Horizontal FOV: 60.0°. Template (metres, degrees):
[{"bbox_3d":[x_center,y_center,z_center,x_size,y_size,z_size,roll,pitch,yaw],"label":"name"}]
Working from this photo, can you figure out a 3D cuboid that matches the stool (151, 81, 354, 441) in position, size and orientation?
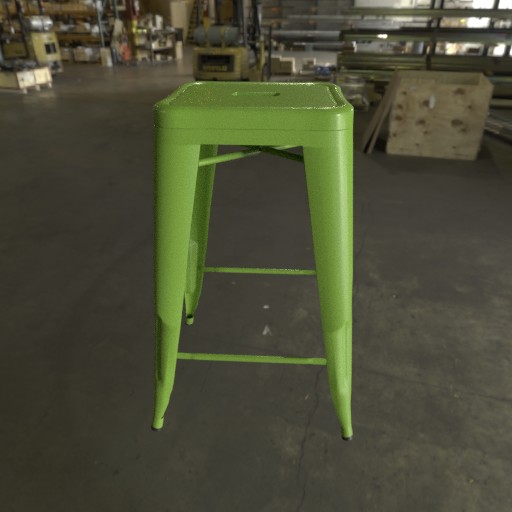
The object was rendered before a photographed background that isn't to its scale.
[{"bbox_3d":[0.000,0.000,0.868,0.398,0.609,0.358,2,29,3],"label":"stool"}]
